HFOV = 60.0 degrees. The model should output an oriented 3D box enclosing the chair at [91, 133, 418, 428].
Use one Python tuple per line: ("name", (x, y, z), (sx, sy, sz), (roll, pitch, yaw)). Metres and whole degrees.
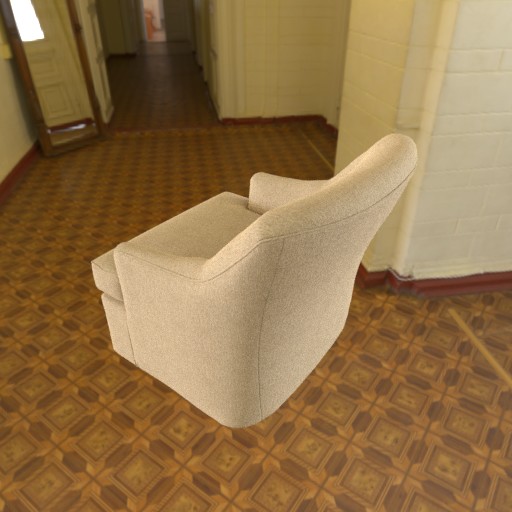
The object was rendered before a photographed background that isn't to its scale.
("chair", (0.000, 0.000, 1.591), (0.923, 0.856, 0.864), (21, 37, 30))
